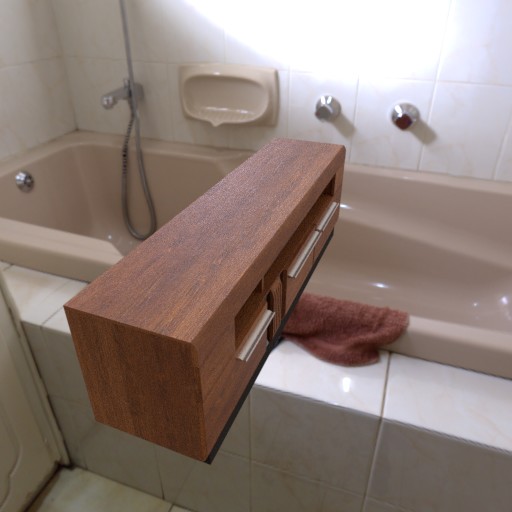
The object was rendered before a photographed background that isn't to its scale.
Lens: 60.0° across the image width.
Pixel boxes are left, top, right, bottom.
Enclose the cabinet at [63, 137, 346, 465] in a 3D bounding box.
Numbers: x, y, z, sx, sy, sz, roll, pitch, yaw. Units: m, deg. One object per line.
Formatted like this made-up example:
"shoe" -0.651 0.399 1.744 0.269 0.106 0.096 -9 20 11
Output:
"cabinet" 0.000 0.000 1.834 0.419 0.510 1.600 12 33 19
